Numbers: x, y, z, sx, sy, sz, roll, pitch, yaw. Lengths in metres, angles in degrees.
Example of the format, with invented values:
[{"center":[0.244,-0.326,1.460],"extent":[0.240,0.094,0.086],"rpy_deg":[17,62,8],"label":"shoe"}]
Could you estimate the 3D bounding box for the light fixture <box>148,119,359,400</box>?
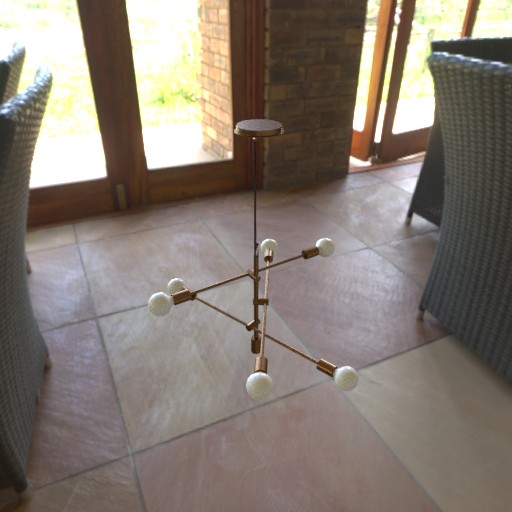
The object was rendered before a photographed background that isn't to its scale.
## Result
[{"center":[0.000,0.000,1.268],"extent":[0.637,0.744,0.682],"rpy_deg":[-11,32,-19],"label":"light fixture"}]
